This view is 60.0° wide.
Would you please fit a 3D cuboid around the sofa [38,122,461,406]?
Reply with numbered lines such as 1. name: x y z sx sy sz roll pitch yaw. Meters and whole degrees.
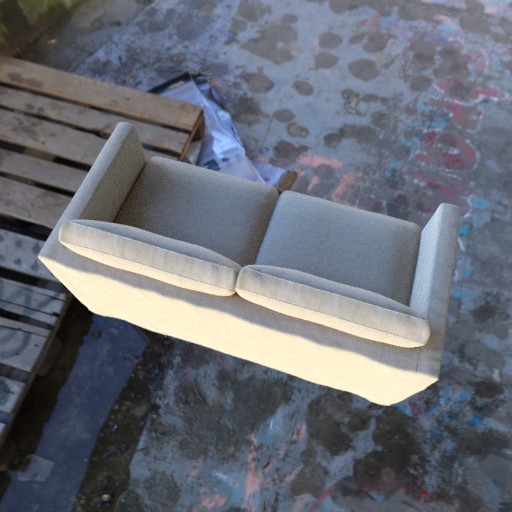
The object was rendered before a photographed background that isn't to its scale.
1. sofa: 0.000 0.000 2.456 1.959 0.835 0.962 16 64 8
